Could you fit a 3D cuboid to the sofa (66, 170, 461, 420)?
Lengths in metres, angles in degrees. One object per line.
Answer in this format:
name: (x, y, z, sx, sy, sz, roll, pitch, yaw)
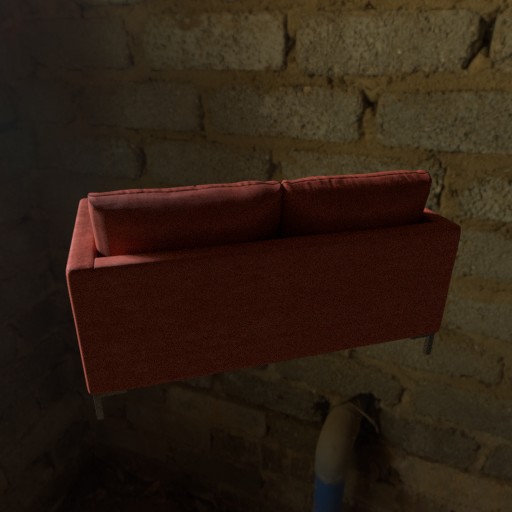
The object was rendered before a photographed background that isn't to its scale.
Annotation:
sofa: (0.000, 0.000, 2.114, 1.574, 0.896, 0.864, -7, 27, -15)
